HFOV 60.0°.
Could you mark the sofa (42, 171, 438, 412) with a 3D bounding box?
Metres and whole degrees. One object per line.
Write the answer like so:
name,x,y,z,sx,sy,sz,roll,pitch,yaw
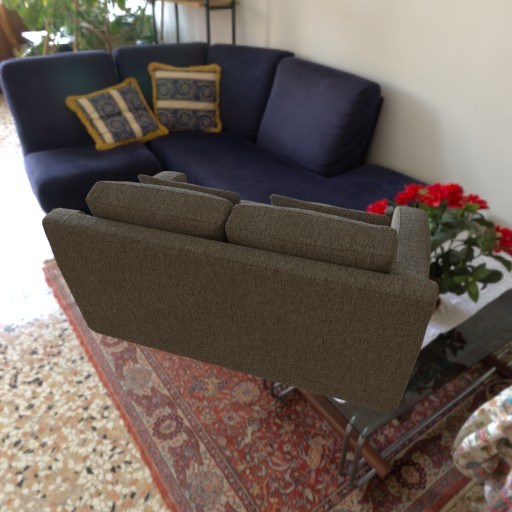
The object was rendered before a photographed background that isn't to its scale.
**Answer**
sofa,0.000,0.000,2.420,1.778,0.991,1.120,11,36,16
